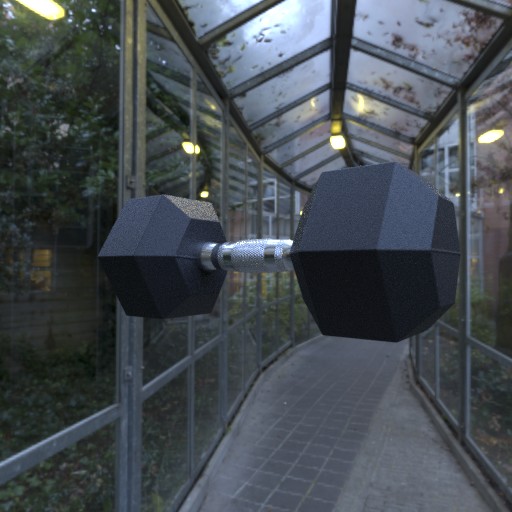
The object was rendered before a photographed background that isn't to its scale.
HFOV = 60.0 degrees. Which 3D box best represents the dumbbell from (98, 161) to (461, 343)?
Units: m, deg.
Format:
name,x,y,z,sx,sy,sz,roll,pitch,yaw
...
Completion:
name,x,y,z,sx,sy,sz,roll,pitch,yaw
dumbbell,0.000,0.000,0.414,0.337,0.123,0.142,-1,-2,36
